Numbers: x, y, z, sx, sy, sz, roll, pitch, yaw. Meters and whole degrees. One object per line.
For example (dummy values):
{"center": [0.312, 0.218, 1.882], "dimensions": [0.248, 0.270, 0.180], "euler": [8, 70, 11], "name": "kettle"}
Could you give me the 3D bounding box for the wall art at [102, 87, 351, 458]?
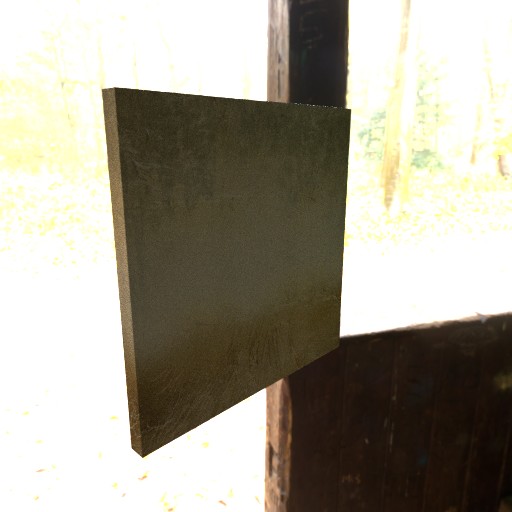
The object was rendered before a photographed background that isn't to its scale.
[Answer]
{"center": [0.000, 0.000, 0.922], "dimensions": [0.038, 0.610, 0.610], "euler": [14, 20, 42], "name": "wall art"}
